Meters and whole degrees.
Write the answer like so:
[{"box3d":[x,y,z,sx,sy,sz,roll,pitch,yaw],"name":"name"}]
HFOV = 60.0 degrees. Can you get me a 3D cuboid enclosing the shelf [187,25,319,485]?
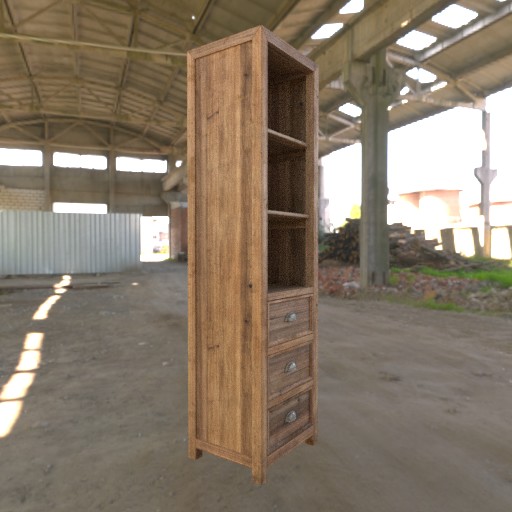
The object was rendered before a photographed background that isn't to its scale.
[{"box3d":[0.000,0.000,2.150,0.428,1.900,0.500,1,2,36],"name":"shelf"}]
